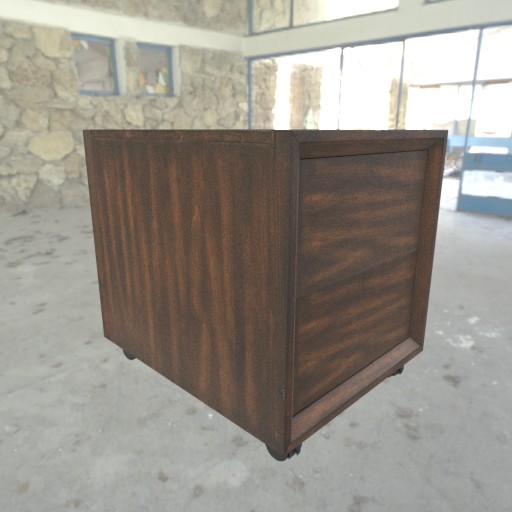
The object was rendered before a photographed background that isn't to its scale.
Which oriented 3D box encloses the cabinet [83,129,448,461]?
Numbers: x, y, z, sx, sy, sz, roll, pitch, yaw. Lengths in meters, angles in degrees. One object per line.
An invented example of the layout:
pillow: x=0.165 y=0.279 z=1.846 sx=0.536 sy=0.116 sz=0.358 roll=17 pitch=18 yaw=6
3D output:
cabinet: x=0.000 y=0.000 z=0.829 sx=0.500 sy=0.455 sz=0.402 roll=15 pitch=22 yaw=43
